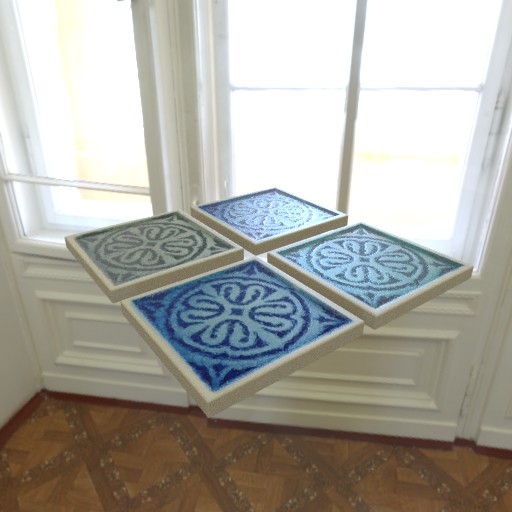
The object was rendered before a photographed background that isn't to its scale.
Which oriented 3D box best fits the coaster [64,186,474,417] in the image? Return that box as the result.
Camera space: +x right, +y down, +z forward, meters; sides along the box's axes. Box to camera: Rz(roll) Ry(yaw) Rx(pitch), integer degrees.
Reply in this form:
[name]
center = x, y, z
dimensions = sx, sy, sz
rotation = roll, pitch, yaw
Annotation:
[coaster]
center = 0.000, 0.000, 0.330
dimensions = 0.214, 0.010, 0.219
rotation = -18, 32, -32
